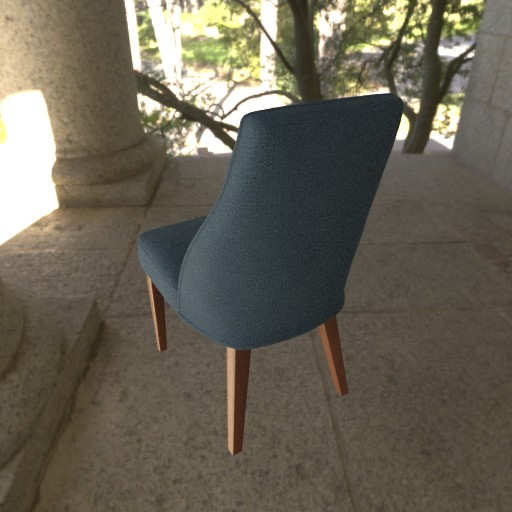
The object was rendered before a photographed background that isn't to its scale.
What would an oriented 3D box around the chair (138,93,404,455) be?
[{"bbox_3d":[0.000,0.000,1.249,0.500,0.930,0.620,-17,34,-28],"label":"chair"}]
